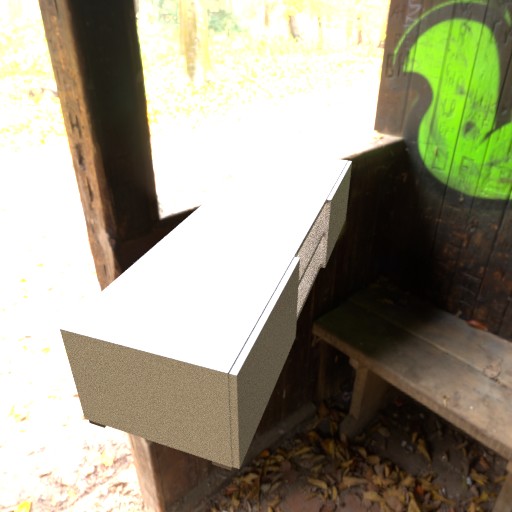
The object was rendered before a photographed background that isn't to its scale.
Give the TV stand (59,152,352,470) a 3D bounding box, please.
[{"bbox_3d":[0.000,0.000,1.561,0.420,0.310,1.400,10,31,17],"label":"TV stand"}]
